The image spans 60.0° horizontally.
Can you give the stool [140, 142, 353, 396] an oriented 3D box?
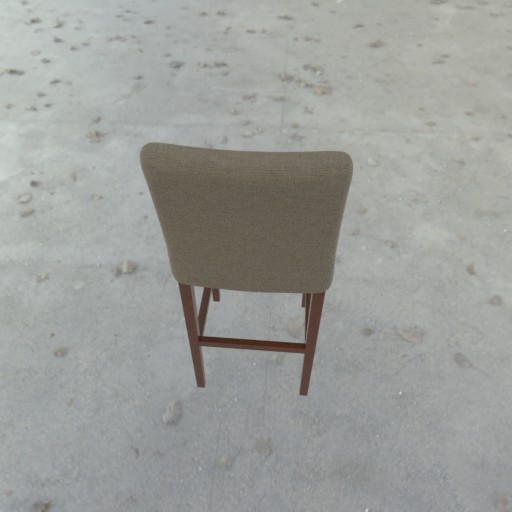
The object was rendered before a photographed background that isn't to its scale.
[{"bbox_3d":[0.000,0.000,1.400,0.470,1.078,0.577,3,46,3],"label":"stool"}]
